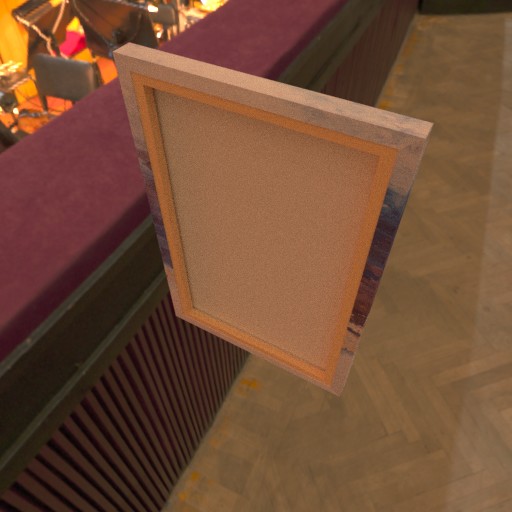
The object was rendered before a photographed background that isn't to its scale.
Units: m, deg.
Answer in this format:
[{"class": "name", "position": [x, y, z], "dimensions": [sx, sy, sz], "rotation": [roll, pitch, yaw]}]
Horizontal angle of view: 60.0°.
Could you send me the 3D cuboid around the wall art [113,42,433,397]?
[{"class": "wall art", "position": [0.000, 0.000, 1.071], "dimensions": [0.583, 0.874, 0.048], "rotation": [22, 52, 19]}]
